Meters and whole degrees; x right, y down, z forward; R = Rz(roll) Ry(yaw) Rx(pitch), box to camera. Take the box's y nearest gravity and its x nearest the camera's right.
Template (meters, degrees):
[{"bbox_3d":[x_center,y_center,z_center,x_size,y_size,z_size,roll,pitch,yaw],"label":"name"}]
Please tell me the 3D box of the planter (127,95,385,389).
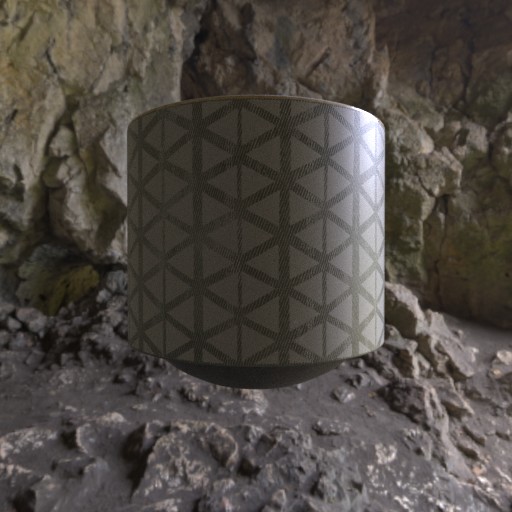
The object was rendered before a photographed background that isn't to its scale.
[{"bbox_3d":[0.000,0.000,0.341,0.190,0.181,0.190,0,1,0],"label":"planter"}]
